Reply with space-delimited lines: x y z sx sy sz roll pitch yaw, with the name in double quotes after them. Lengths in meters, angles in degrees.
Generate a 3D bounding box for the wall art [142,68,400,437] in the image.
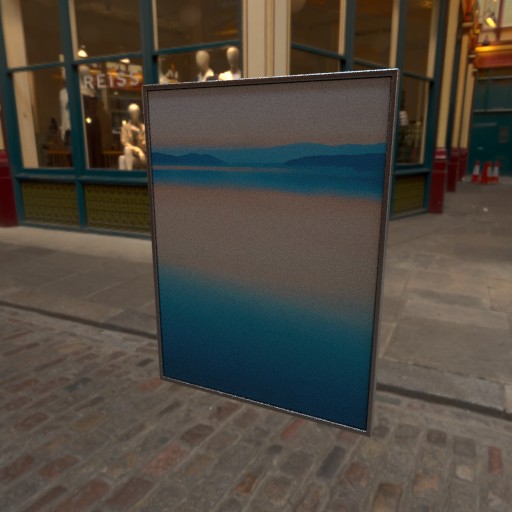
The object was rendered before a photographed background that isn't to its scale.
0.000 0.000 1.418 0.801 1.062 0.037 7 16 25 "wall art"
